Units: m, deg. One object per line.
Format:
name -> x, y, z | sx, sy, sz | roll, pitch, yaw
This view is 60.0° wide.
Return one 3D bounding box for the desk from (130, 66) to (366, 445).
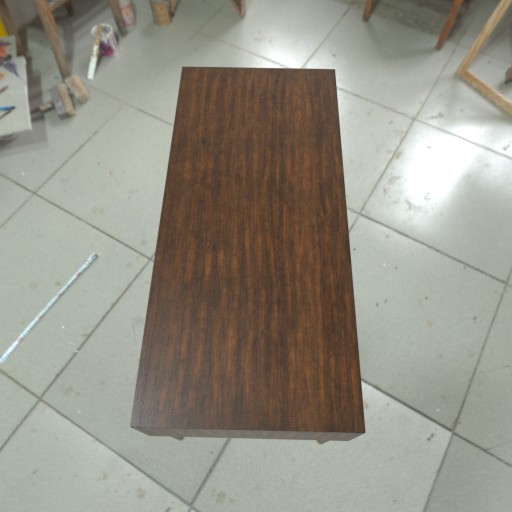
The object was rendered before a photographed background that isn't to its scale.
desk -> 0.000, 0.000, 2.034 | 0.724, 0.762, 1.575 | 1, 63, 1
